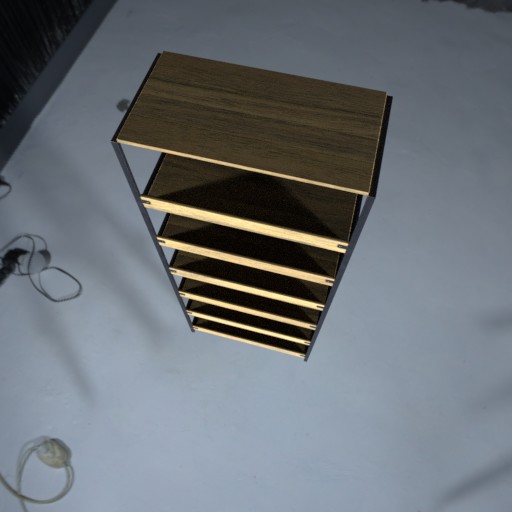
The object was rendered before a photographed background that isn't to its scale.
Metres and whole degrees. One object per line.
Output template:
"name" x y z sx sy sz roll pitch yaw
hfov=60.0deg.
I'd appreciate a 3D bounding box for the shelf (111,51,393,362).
"shelf" 0.000 0.000 2.341 0.847 2.015 0.431 13 64 7
